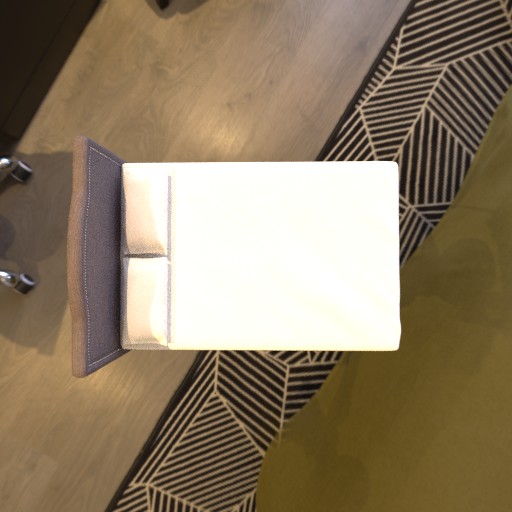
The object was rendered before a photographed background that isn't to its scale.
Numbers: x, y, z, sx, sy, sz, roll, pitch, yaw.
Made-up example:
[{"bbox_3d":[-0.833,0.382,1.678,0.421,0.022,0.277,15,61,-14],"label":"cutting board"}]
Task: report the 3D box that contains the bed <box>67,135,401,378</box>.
[{"bbox_3d":[0.000,0.000,3.650,2.507,1.441,1.741,0,89,2],"label":"bed"}]
